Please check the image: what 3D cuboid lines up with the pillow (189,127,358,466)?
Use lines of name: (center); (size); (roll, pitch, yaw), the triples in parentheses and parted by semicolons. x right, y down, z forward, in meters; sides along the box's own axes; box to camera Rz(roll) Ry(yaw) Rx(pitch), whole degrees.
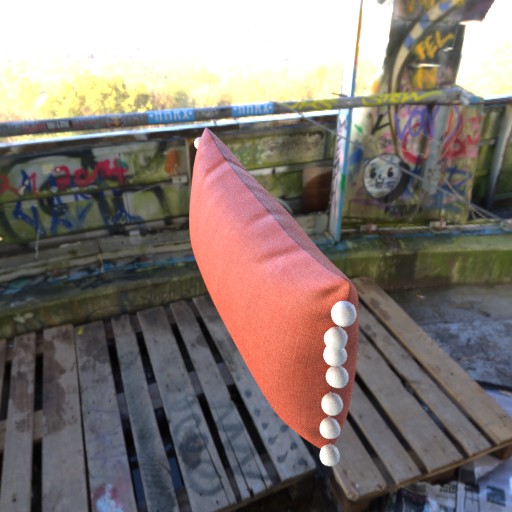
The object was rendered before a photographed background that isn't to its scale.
pillow: (0.000, 0.000, 0.841); (0.201, 0.322, 0.709); (-11, 33, -17)
